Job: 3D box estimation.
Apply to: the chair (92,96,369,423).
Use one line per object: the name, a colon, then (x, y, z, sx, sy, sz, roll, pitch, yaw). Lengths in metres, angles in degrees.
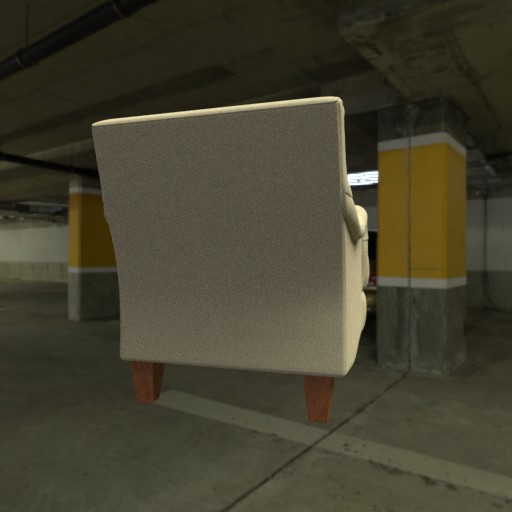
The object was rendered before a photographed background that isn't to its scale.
chair: (0.000, 0.000, 1.866, 0.895, 1.076, 1.078, 0, 0, 17)
